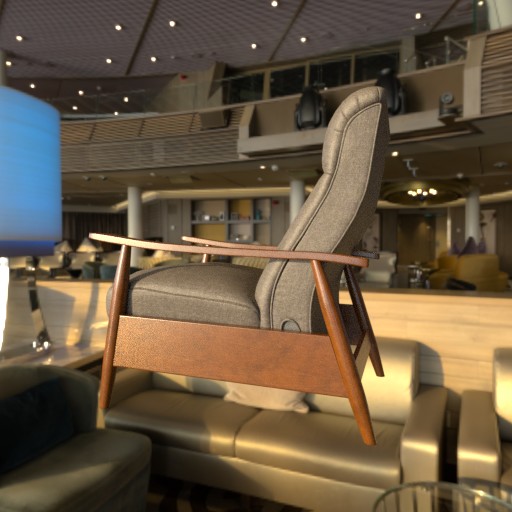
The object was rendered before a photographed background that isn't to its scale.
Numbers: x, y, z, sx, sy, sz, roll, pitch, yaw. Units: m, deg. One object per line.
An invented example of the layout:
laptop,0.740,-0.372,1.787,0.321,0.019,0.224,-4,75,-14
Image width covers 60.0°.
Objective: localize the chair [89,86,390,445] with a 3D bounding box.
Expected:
chair,0.000,0.000,1.778,1.014,1.081,0.762,1,2,18
